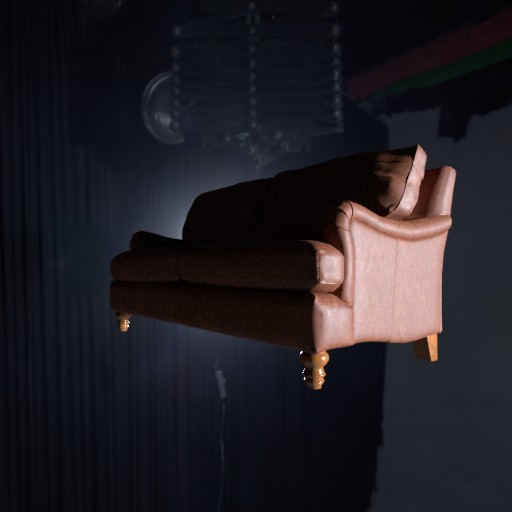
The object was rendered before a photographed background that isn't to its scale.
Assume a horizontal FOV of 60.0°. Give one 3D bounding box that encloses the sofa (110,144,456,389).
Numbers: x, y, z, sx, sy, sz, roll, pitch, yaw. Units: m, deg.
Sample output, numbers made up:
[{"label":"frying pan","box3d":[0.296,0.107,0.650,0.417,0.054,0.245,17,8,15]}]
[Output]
[{"label":"sofa","box3d":[0.000,0.000,2.796,1.147,1.071,2.144,1,-2,-38]}]
